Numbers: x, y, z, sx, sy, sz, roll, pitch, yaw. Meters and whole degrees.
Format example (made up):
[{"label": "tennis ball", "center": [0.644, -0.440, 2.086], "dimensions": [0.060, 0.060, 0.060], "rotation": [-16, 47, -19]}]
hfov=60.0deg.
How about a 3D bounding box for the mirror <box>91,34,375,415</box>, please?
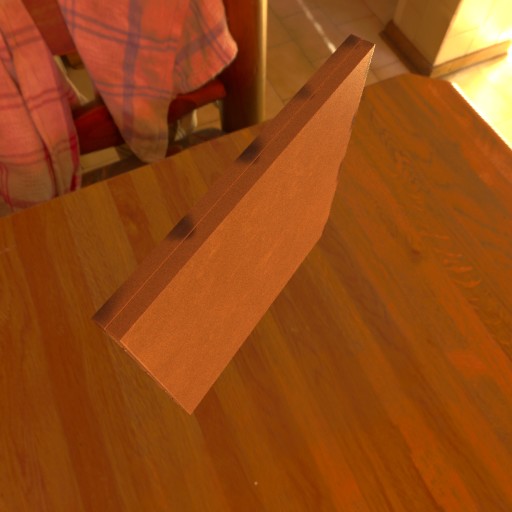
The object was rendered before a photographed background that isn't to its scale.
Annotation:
[{"label": "mirror", "center": [0.000, 0.000, 0.743], "dimensions": [0.042, 0.507, 0.509], "rotation": [32, 67, 15]}]
